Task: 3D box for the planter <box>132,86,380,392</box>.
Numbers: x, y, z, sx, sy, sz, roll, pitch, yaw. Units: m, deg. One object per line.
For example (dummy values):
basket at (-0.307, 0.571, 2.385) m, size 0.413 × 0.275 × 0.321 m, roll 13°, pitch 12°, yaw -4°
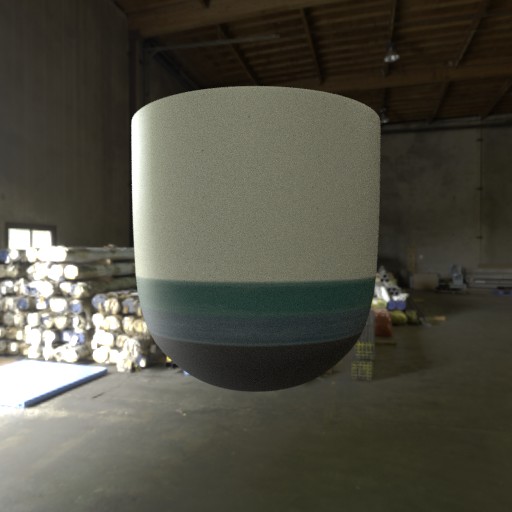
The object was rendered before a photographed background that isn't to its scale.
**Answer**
planter at (0.000, 0.000, 0.378) m, size 0.204 × 0.214 × 0.204 m, roll 0°, pitch 1°, yaw 0°
